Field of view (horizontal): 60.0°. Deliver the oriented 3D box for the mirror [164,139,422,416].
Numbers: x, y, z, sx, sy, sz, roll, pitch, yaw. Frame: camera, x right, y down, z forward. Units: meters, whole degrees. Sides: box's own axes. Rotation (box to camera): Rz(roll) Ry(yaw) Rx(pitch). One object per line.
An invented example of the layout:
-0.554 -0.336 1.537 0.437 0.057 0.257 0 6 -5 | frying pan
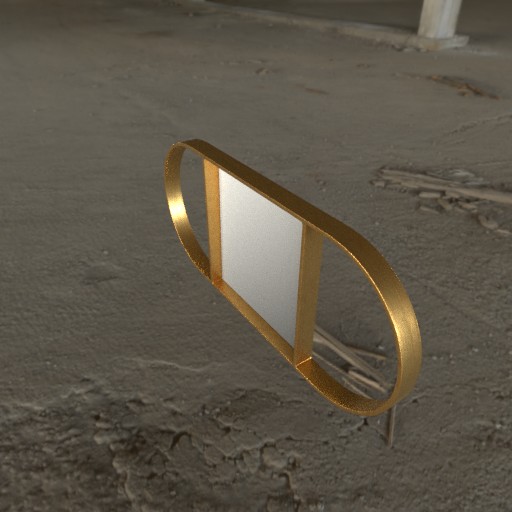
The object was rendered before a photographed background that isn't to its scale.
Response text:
0.000 0.000 0.676 0.032 0.254 0.584 -21 40 -28 | mirror
